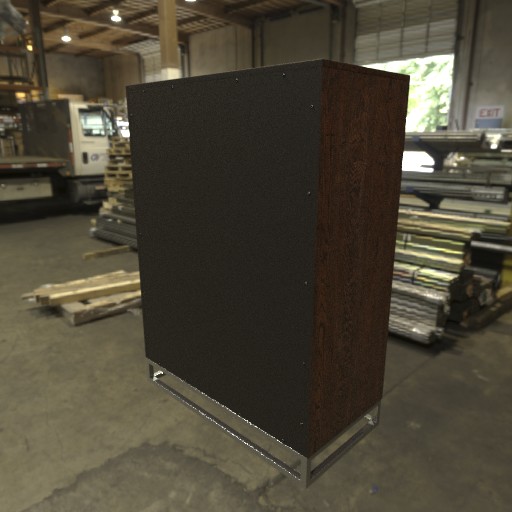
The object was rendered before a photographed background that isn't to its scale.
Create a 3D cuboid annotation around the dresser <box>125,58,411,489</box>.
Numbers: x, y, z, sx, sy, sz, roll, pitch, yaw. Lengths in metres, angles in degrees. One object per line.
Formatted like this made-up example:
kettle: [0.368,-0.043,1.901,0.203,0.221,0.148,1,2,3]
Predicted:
dresser: [0.000,0.000,1.790,0.965,1.321,0.508,15,21,42]
